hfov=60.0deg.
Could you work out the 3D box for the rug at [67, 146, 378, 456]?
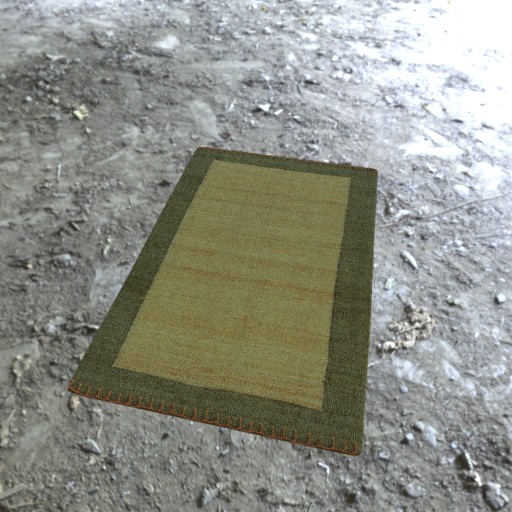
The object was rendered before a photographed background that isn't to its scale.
[{"bbox_3d":[0.000,0.000,2.340,1.220,0.019,1.838,9,48,8],"label":"rug"}]
